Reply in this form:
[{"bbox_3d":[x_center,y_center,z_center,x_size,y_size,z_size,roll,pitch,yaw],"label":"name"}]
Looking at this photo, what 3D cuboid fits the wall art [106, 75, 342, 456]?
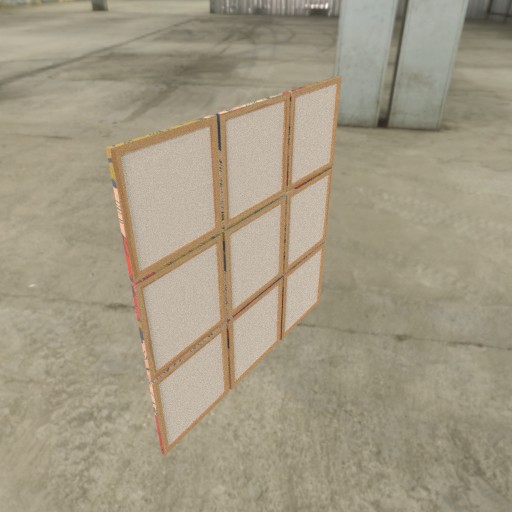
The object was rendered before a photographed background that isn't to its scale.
[{"bbox_3d":[0.000,0.000,1.357,0.013,0.913,0.904,21,38,30],"label":"wall art"}]
